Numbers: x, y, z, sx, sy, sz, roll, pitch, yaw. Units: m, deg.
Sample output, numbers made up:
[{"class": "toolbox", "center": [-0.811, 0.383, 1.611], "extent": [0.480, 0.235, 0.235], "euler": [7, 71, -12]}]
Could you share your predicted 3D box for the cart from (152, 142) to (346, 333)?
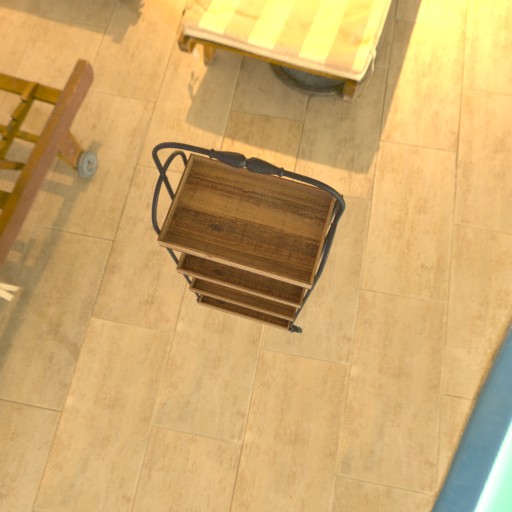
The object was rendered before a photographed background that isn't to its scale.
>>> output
[{"class": "cart", "center": [0.000, 0.000, 1.712], "extent": [0.581, 1.481, 0.308], "euler": [16, 74, 5]}]
